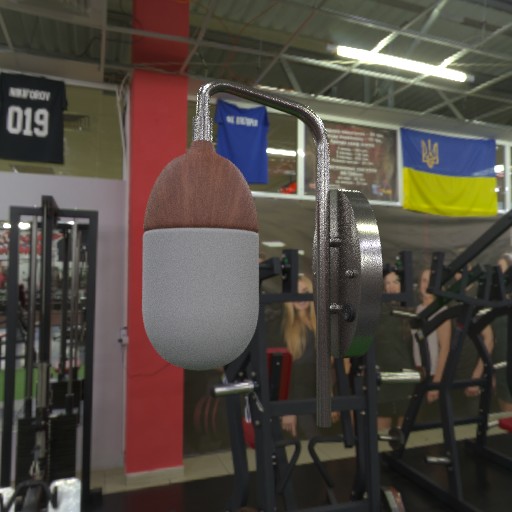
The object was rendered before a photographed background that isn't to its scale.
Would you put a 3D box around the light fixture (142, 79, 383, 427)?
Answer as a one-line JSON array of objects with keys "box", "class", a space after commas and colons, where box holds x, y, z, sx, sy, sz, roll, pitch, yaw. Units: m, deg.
[{"box": [0.000, 0.000, 0.436, 0.216, 0.343, 0.108, 1, -2, -18], "class": "light fixture"}]
